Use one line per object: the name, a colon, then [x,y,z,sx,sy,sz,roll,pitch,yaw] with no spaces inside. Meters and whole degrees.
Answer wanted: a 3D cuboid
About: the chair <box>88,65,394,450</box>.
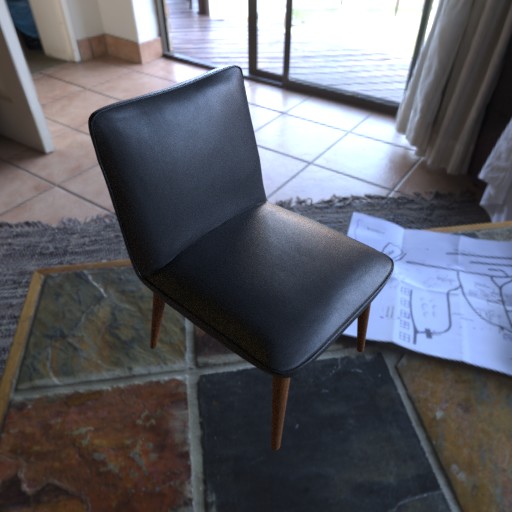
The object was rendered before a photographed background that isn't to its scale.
chair: [0.000,0.000,1.211,0.645,0.801,0.543,26,47,27]
